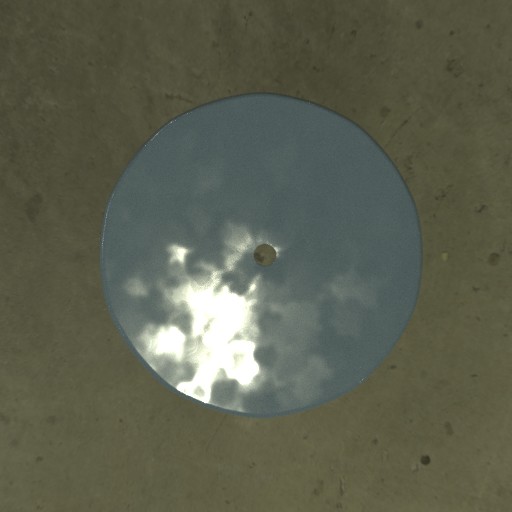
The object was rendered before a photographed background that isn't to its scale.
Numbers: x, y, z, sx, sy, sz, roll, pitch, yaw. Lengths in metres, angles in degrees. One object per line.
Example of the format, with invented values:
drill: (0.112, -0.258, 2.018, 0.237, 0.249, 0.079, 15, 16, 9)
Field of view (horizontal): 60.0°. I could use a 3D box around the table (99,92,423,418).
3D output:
table: (0.000, 0.000, 0.658, 0.352, 0.387, 0.352, 0, 90, -3)
